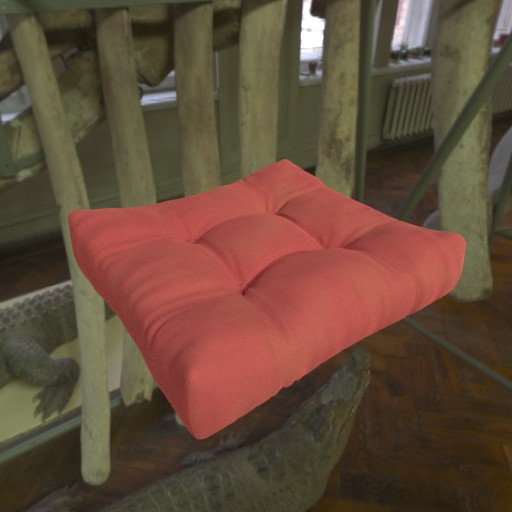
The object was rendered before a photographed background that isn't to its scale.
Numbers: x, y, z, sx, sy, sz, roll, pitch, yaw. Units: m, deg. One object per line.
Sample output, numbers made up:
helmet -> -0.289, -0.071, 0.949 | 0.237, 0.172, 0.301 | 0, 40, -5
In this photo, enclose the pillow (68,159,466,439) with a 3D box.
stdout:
pillow -> 0.000, 0.000, 0.733 | 0.490, 0.128, 0.468 | -21, 38, -29
